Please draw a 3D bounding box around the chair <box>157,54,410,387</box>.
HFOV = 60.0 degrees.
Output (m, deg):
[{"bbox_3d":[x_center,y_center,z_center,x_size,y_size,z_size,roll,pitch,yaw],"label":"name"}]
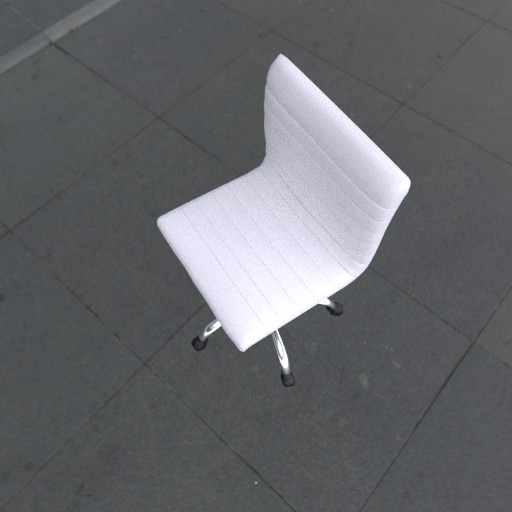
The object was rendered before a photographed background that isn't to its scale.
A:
[{"bbox_3d":[0.000,0.000,1.073,0.455,0.750,0.520,-31,67,-15],"label":"chair"}]
